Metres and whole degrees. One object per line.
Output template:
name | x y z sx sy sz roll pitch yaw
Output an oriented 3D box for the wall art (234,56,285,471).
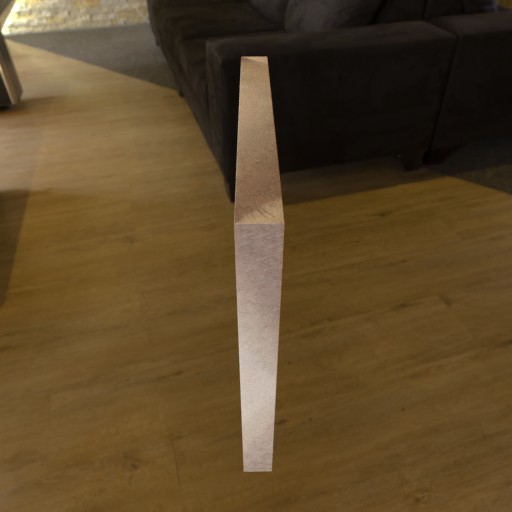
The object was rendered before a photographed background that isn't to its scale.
wall art | 0.000 0.000 0.457 0.028 0.303 0.303 0 40 -1
